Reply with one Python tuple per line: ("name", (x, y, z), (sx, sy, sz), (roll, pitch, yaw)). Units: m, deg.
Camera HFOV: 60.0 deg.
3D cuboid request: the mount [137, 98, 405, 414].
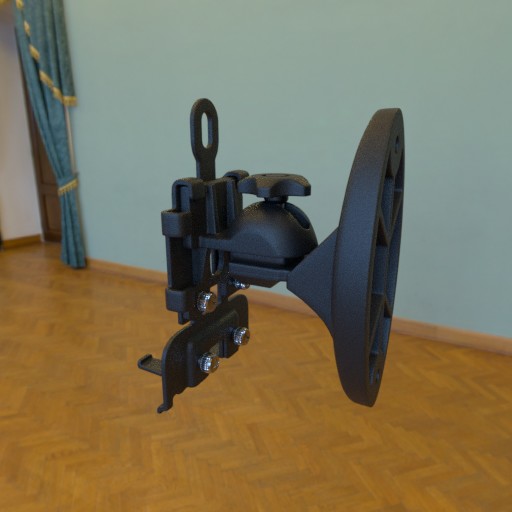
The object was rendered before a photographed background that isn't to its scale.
("mount", (0.000, 0.000, 0.173), (0.100, 0.118, 0.066), (8, 18, 26))
